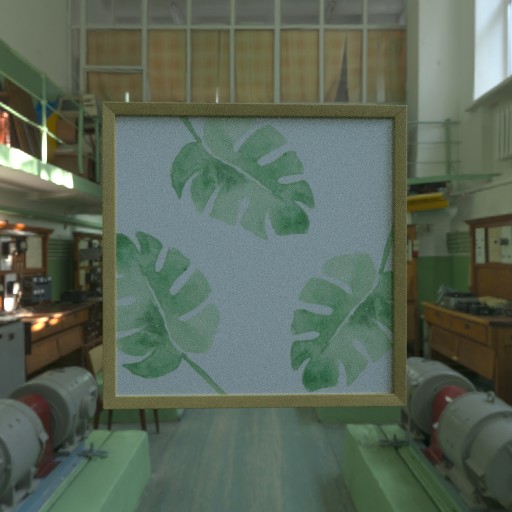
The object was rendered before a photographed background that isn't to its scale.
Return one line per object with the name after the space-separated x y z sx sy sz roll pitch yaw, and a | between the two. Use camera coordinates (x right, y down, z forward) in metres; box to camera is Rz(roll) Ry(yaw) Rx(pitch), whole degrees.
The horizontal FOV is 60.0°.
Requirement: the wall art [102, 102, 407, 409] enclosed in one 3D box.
0.000 0.000 1.129 0.763 0.763 0.037 0 0 -2 | wall art
